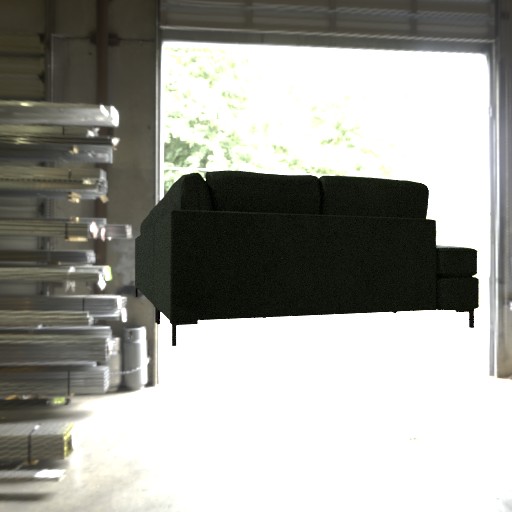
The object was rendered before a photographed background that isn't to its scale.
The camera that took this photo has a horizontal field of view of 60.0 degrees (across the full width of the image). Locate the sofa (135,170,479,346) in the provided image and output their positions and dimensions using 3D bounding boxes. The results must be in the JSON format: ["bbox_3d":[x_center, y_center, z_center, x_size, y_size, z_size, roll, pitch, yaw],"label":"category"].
[{"bbox_3d":[0.000,0.000,4.227,2.048,0.996,3.384,0,-1,-18],"label":"sofa"}]
